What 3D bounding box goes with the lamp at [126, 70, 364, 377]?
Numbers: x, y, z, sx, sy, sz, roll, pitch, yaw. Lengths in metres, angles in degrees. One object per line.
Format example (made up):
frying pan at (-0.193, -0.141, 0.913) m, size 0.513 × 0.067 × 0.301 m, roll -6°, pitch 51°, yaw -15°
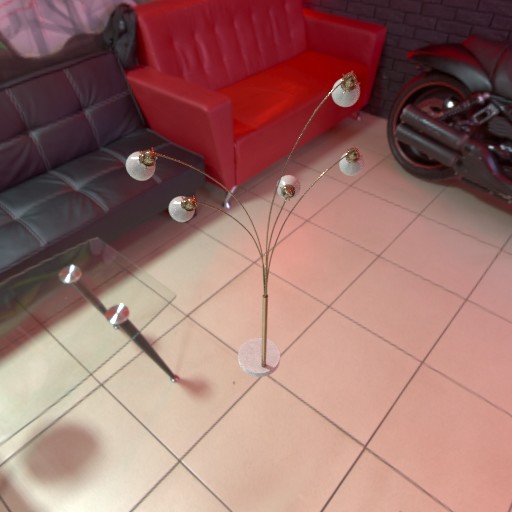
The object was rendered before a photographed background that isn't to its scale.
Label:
lamp at (0.000, 0.000, 2.993) m, size 1.405 × 2.423 × 0.361 m, roll -11°, pitch 44°, yaw -12°
